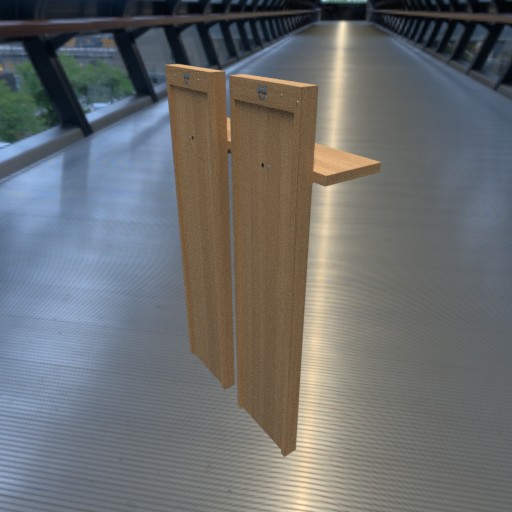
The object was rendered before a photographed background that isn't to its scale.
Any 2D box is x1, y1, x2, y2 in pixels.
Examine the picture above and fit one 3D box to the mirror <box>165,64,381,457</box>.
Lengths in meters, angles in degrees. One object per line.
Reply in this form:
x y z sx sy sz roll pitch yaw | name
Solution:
0.000 0.000 1.616 0.260 1.250 0.800 -19 33 -31 | mirror
